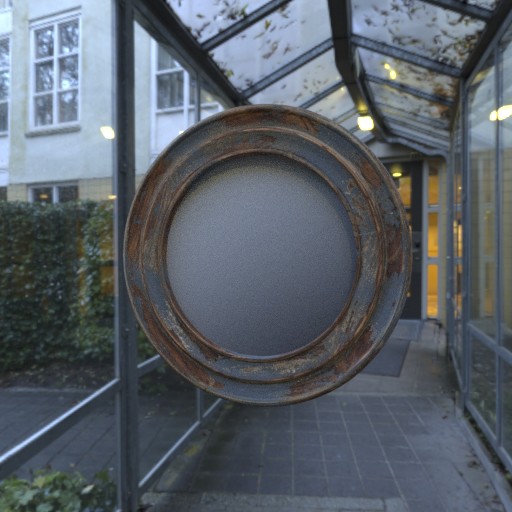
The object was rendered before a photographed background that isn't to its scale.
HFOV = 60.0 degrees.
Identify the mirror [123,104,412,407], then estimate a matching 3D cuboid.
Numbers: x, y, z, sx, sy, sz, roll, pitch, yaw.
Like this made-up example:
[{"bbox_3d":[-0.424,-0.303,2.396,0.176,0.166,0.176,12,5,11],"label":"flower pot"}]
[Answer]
[{"bbox_3d":[0.000,0.000,0.878,0.585,0.585,0.061,0,1,18],"label":"mirror"}]
